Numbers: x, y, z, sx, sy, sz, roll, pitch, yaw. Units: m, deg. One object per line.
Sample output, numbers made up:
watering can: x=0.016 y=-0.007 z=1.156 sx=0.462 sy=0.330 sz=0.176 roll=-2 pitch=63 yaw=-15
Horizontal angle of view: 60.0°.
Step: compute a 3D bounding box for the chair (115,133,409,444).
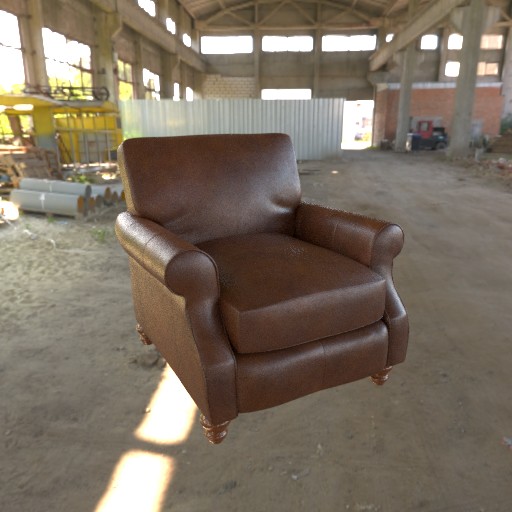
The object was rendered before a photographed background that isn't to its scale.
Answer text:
chair: x=0.000 y=0.000 z=1.814 sx=0.989 sy=0.972 sz=0.992 roll=-8 pitch=18 yaw=-28
